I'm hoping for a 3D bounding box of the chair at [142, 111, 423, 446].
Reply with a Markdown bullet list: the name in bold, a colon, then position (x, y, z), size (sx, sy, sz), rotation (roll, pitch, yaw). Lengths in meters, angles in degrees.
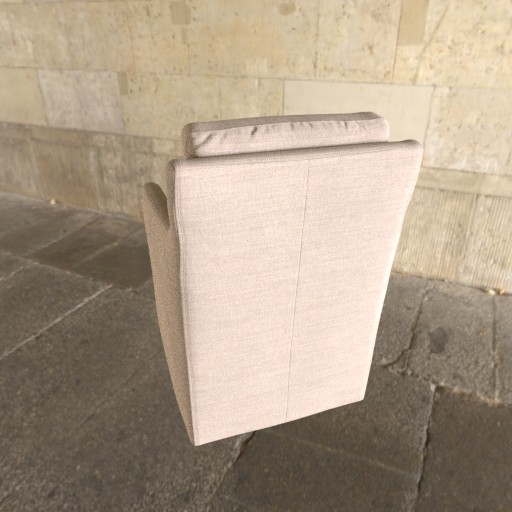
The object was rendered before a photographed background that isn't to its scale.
- **chair**: position (0.000, 0.000, 1.391), size (0.626, 0.914, 0.694), rotation (-9, 28, -17)
